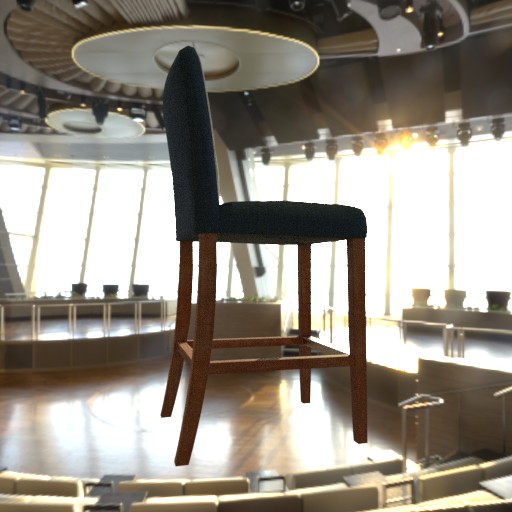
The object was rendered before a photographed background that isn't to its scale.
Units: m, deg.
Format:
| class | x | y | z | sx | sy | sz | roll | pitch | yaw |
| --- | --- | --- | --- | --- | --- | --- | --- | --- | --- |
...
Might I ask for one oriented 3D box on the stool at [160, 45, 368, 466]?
| class | x | y | z | sx | sy | sz | roll | pitch | yaw |
| --- | --- | --- | --- | --- | --- | --- | --- | --- | --- |
| stool | 0.000 | 0.000 | 1.417 | 0.574 | 1.088 | 0.454 | 0 | -1 | -17 |
